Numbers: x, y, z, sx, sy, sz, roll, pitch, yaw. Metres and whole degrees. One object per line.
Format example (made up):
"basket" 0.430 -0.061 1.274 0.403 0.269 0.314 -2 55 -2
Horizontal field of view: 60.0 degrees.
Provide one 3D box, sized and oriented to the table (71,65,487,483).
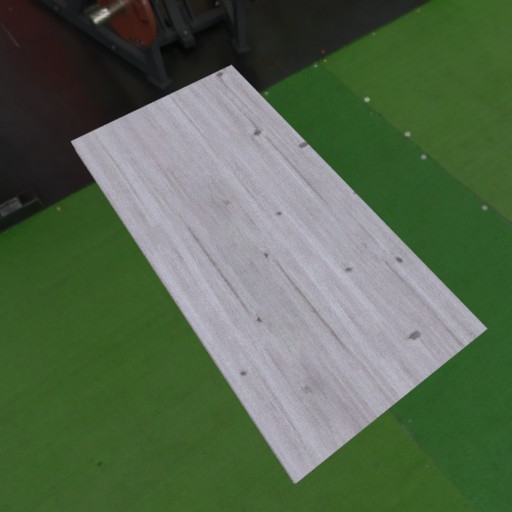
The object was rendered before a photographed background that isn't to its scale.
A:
"table" 0.000 0.000 1.651 0.700 0.450 1.350 -32 67 -15
